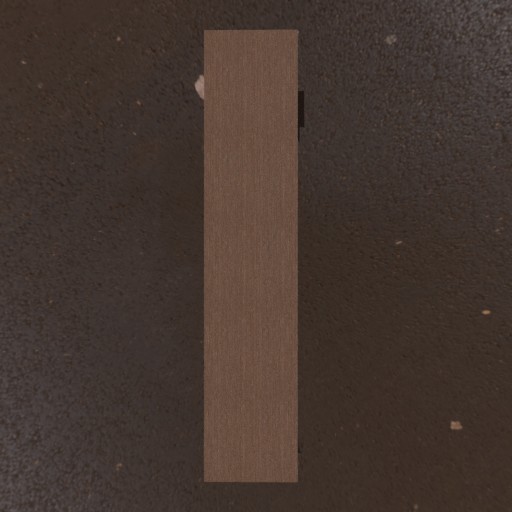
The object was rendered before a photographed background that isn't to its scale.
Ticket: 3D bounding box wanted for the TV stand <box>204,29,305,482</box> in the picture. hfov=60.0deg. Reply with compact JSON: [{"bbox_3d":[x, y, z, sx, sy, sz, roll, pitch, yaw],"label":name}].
[{"bbox_3d":[0.000,0.000,2.161,0.405,0.787,1.804,0,90,1],"label":"TV stand"}]
